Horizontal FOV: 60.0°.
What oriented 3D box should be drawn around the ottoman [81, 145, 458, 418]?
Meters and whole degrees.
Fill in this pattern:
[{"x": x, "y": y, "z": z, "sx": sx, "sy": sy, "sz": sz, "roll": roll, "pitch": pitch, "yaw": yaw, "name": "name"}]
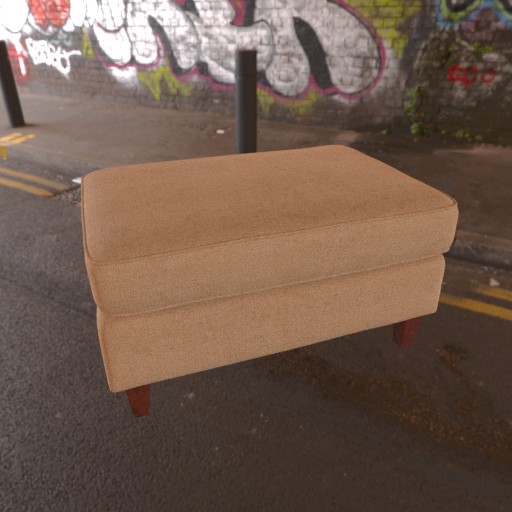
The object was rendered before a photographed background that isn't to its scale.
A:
[{"x": 0.000, "y": 0.000, "z": 1.244, "sx": 0.862, "sy": 0.484, "sz": 0.583, "roll": -10, "pitch": 30, "yaw": -17, "name": "ottoman"}]
